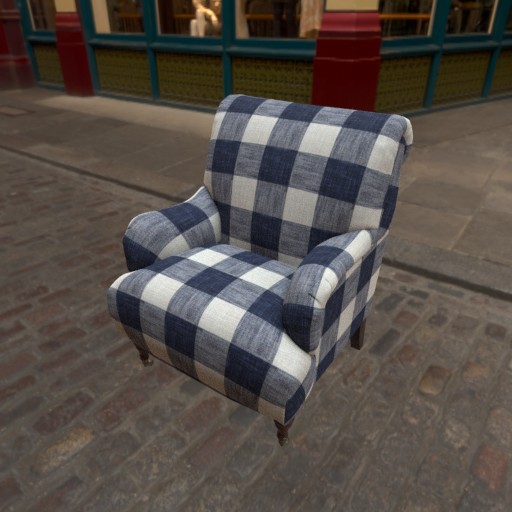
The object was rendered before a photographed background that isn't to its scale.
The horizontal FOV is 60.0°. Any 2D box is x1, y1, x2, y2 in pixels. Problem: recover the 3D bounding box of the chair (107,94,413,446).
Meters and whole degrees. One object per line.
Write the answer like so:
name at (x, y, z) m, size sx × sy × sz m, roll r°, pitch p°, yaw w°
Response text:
chair at (0.000, 0.000, 1.600) m, size 0.781 × 0.953 × 0.848 m, roll 19°, pitch 35°, yaw 30°
